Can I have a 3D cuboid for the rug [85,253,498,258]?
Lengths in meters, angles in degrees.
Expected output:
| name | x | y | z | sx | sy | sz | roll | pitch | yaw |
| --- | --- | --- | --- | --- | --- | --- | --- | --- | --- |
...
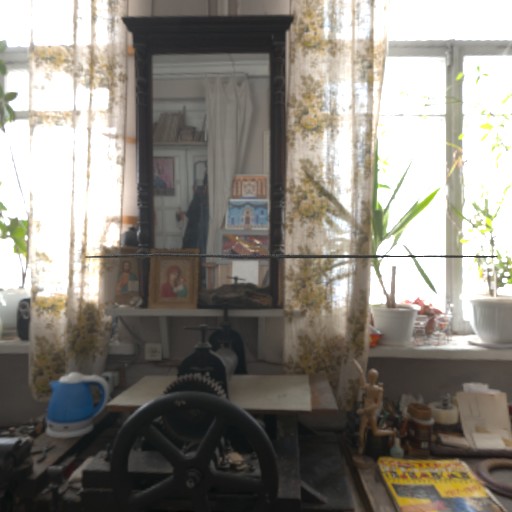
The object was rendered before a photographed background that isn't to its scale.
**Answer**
| name | x | y | z | sx | sy | sz | roll | pitch | yaw |
| --- | --- | --- | --- | --- | --- | --- | --- | --- | --- |
| rug | 0.000 | 0.000 | 2.258 | 1.174 | 0.022 | 1.853 | 0 | 0 | -37 |
